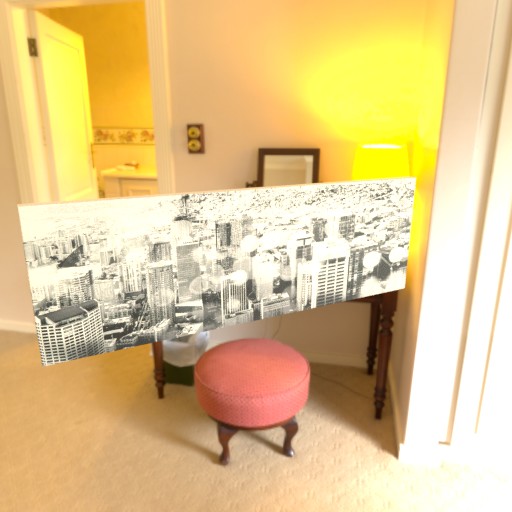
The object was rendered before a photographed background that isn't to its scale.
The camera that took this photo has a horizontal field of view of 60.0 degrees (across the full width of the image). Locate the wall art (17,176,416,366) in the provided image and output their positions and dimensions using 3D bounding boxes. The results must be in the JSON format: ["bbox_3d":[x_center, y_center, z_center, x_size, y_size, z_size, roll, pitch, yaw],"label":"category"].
[{"bbox_3d":[0.000,0.000,1.661,1.520,0.507,0.044,-8,19,-26],"label":"wall art"}]
